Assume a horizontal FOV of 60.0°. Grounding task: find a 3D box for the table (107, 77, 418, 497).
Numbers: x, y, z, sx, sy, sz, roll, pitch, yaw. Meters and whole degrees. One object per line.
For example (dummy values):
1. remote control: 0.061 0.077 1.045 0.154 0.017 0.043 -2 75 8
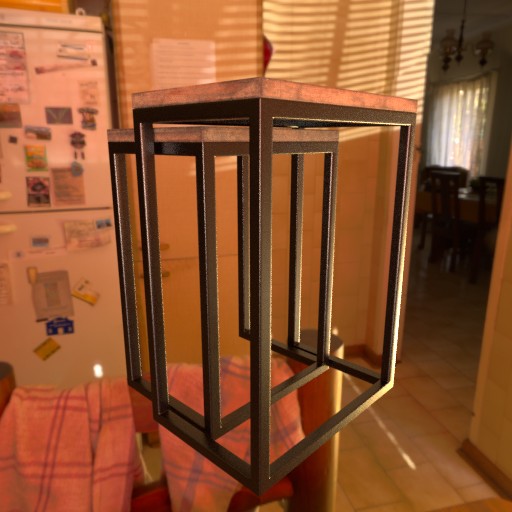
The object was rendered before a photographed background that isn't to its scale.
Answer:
1. table: 0.000 0.000 0.919 0.456 0.615 0.460 -14 20 -42
